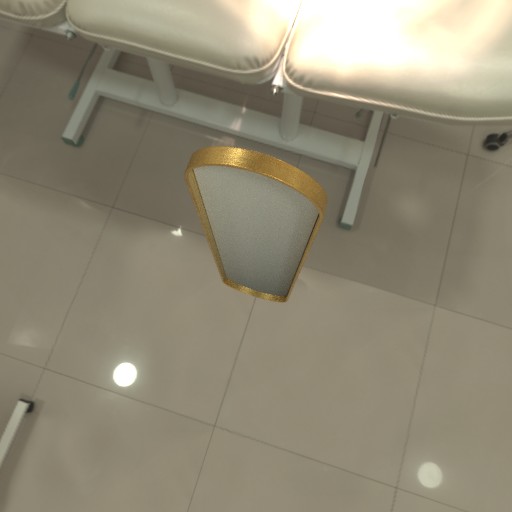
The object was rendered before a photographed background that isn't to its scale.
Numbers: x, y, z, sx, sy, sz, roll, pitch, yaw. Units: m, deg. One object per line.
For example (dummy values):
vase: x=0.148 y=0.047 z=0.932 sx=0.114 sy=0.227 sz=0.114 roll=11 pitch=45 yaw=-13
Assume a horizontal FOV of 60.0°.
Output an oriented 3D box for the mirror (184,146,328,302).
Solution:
mirror: x=0.000 y=0.000 z=1.063 sx=0.222 sy=0.991 sz=0.032 roll=17 pitch=76 yaw=4
